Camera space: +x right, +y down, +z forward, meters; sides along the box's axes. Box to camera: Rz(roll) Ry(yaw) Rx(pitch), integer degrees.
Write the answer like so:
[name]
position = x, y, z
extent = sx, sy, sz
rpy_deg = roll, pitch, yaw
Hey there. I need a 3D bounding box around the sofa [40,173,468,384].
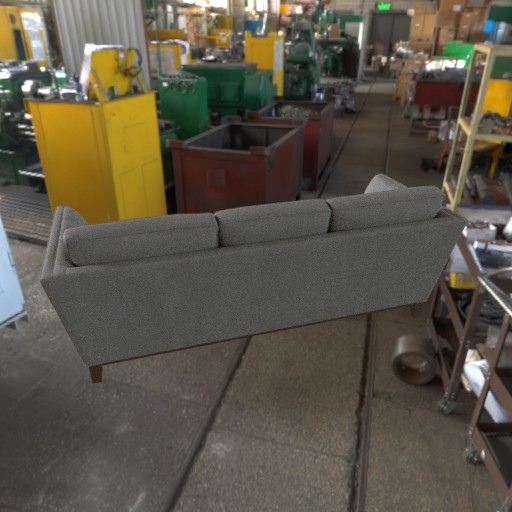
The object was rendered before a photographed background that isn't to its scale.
[sofa]
position = 0.000, 0.000, 2.890
extent = 2.387, 0.940, 0.965
rpy_deg = -8, 29, -15
